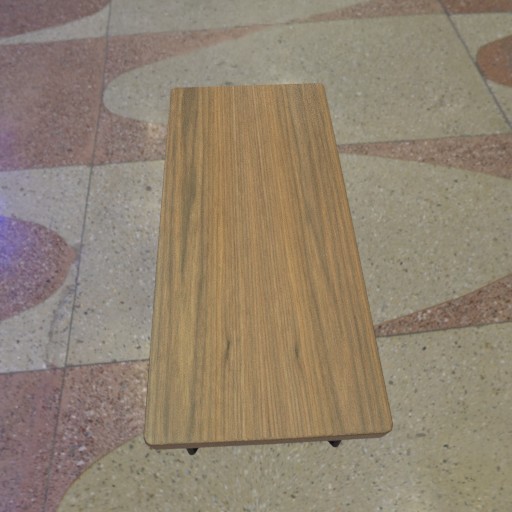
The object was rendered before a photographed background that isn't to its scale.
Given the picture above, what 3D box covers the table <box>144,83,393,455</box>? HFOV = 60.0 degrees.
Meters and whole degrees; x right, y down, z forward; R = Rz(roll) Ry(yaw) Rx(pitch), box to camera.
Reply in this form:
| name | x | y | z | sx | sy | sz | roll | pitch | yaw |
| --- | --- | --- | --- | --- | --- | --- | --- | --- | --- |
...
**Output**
| name | x | y | z | sx | sy | sz | roll | pitch | yaw |
| --- | --- | --- | --- | --- | --- | --- | --- | --- | --- |
| table | 0.000 | 0.000 | 1.670 | 0.637 | 0.468 | 1.375 | -2 | 58 | -2 |
